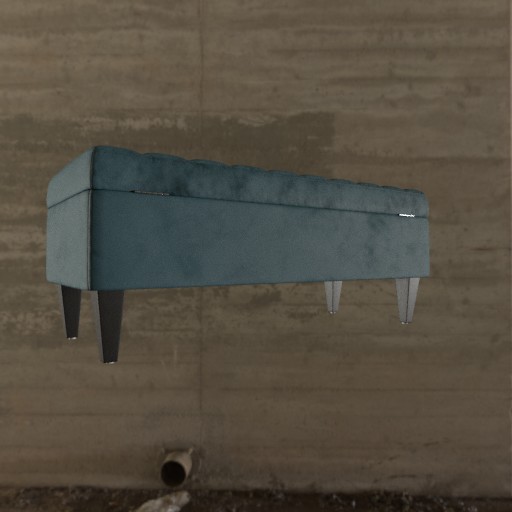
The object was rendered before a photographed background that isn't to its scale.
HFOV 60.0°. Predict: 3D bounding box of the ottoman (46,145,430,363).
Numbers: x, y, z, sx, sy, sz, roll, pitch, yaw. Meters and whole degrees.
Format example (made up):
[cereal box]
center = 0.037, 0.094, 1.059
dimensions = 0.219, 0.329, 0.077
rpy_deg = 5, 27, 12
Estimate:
[ottoman]
center = 0.000, 0.000, 1.403
dimensions = 1.151, 0.469, 0.482
rpy_deg = 0, 0, -35
